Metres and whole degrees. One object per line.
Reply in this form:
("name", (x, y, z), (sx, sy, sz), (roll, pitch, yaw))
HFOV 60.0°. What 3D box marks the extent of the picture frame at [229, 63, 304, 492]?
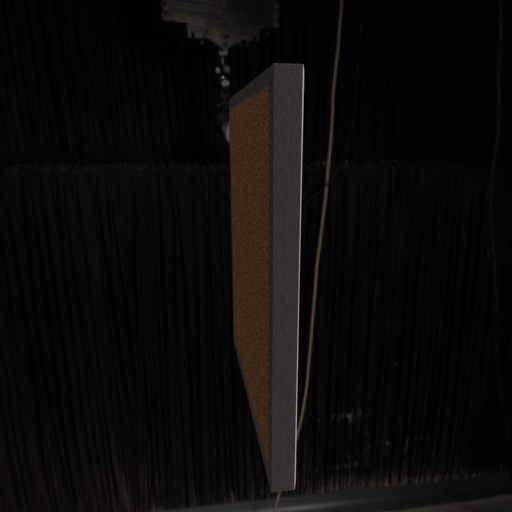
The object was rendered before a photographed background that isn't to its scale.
("picture frame", (0.000, 0.000, 0.530), (0.027, 0.378, 0.327), (-2, 15, -9))
